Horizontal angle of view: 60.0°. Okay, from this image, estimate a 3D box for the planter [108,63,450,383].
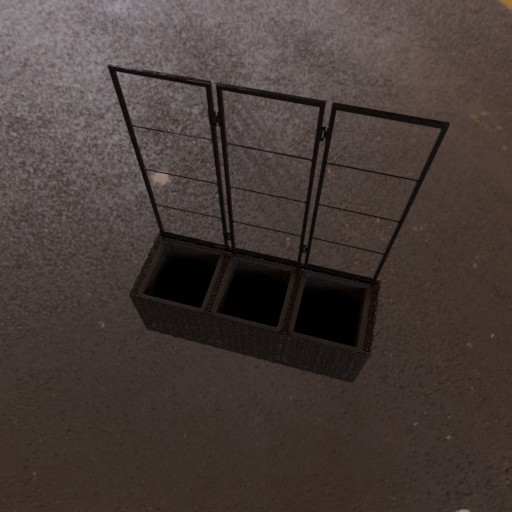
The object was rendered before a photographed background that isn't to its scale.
[{"bbox_3d":[0.000,0.000,1.142,0.698,0.841,0.244,13,59,8],"label":"planter"}]
